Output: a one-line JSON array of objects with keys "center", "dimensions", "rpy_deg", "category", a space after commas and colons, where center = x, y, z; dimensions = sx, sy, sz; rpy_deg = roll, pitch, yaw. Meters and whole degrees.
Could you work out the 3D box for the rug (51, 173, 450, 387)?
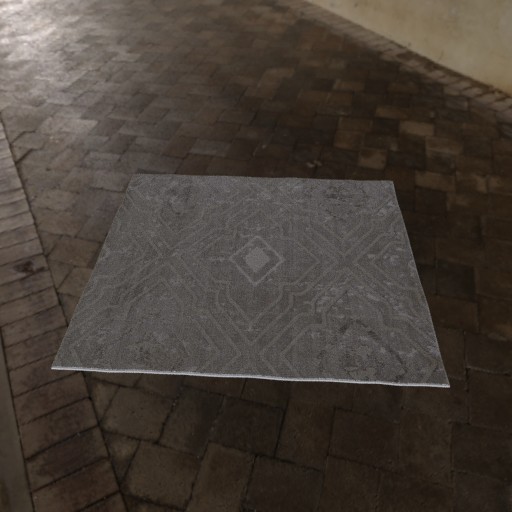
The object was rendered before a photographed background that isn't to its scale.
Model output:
[{"center": [0.000, 0.000, 0.898], "dimensions": [0.639, 0.006, 0.548], "rpy_deg": [2, 45, 2], "category": "rug"}]
